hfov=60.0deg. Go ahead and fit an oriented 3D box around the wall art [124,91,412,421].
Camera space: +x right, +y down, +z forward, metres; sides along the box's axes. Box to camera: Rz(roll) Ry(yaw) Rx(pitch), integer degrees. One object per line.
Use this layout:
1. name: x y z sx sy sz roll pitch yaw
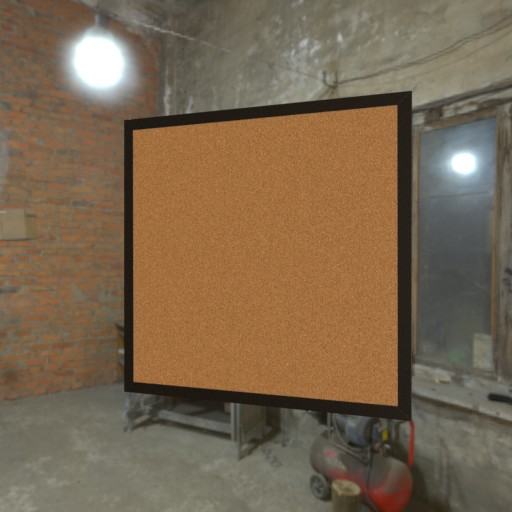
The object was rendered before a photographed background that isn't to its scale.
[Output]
1. wall art: 0.000 0.000 1.154 0.765 0.765 0.038 0 0 17
